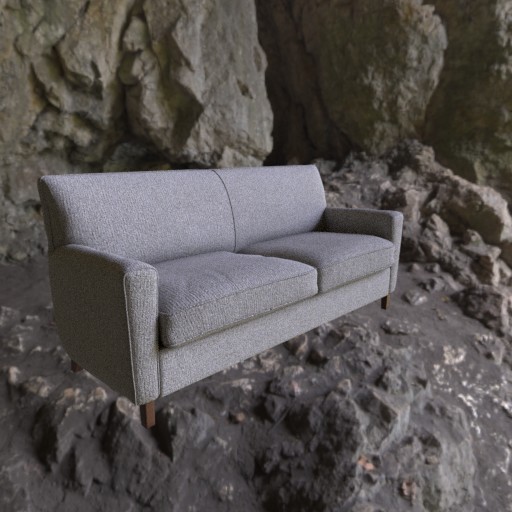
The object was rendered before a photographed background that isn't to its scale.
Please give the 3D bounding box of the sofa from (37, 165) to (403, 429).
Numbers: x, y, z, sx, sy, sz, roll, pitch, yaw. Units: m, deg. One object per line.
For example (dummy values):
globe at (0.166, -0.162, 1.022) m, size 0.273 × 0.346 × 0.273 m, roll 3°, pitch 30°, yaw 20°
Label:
sofa at (0.000, 0.000, 2.490) m, size 0.854 × 0.942 × 2.026 m, roll 13°, pitch 19°, yaw 43°
